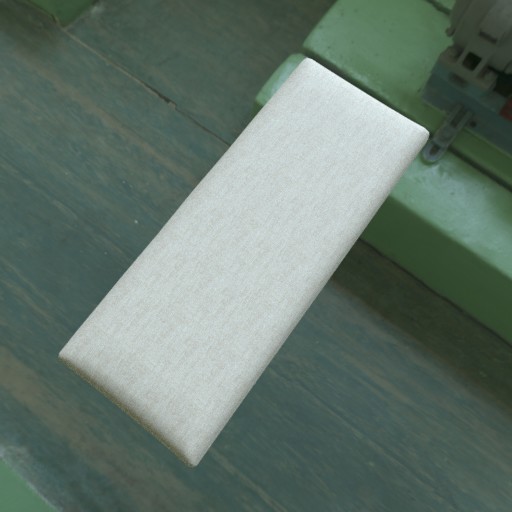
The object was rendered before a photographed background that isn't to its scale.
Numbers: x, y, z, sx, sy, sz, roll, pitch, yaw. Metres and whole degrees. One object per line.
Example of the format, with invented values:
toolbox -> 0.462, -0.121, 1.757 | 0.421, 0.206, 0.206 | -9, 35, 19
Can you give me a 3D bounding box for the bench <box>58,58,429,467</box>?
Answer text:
bench -> 0.000, 0.000, 1.260 | 0.407, 0.456, 1.013 | 35, 78, 9
